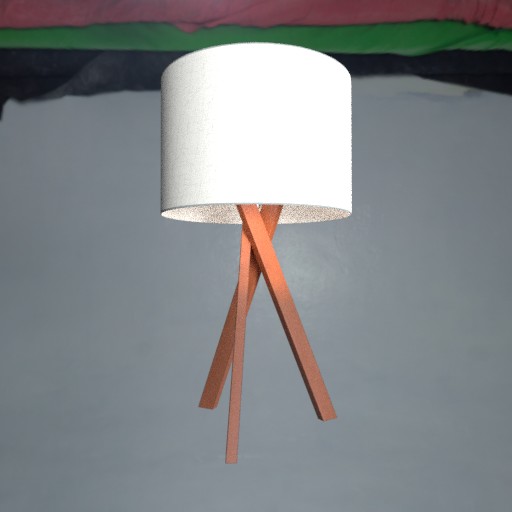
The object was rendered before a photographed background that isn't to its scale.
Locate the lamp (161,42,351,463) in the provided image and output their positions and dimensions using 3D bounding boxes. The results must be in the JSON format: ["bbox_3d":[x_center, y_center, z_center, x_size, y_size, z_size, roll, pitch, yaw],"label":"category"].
[{"bbox_3d":[0.000,0.000,0.901,0.380,0.686,0.380,0,-1,0],"label":"lamp"}]
